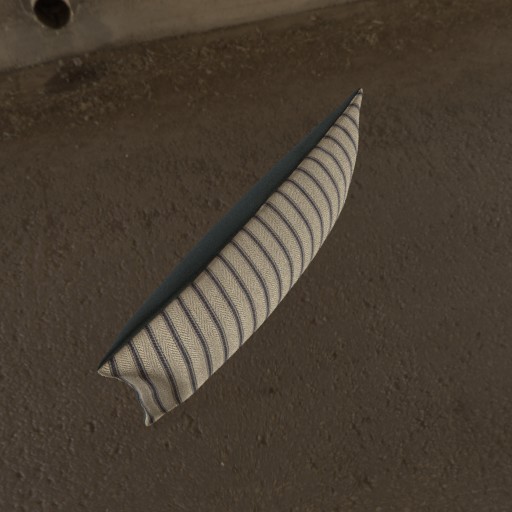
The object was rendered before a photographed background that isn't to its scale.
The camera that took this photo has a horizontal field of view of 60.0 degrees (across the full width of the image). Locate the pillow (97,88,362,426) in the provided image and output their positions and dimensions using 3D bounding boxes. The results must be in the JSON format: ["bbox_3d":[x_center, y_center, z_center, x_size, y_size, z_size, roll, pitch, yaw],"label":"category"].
[{"bbox_3d":[0.000,0.000,0.749,0.151,0.305,0.609,31,62,19],"label":"pillow"}]
